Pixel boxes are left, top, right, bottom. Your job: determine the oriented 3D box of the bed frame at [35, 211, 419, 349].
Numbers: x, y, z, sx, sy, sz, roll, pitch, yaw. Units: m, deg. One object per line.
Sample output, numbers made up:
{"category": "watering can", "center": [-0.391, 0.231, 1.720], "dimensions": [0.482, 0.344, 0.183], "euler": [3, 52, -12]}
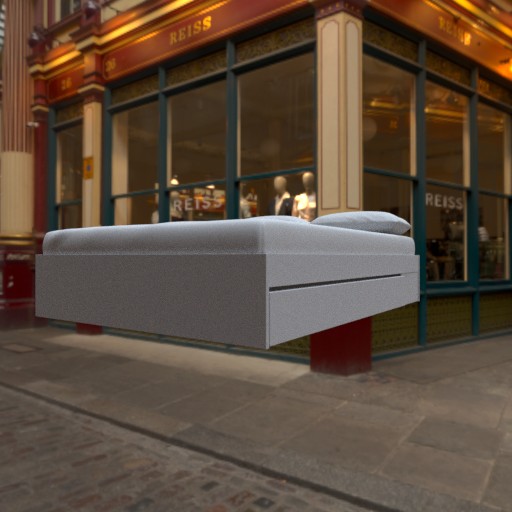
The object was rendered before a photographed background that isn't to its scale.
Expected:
{"category": "bed frame", "center": [0.000, 0.000, 2.698], "dimensions": [1.450, 0.629, 1.950], "euler": [0, 0, 35]}
